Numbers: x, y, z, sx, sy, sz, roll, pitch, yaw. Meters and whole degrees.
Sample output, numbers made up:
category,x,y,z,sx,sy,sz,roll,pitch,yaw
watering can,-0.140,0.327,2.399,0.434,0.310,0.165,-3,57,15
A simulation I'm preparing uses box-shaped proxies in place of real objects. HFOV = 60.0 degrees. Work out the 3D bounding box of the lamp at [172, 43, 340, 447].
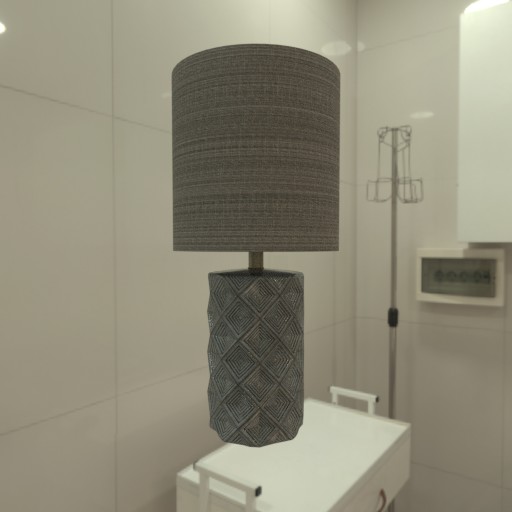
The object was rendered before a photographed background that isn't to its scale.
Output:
category,x,y,z,sx,sy,sz,roll,pitch,yaw
lamp,0.000,0.000,0.724,0.269,0.566,0.268,1,2,35
